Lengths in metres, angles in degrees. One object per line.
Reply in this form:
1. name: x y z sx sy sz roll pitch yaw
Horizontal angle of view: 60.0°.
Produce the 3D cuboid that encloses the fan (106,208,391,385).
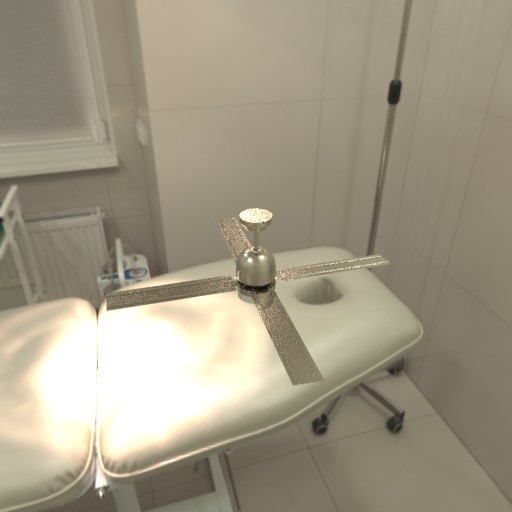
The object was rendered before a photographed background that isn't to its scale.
1. fan: 0.000 0.000 2.011 1.346 0.406 1.346 -9 32 -15
